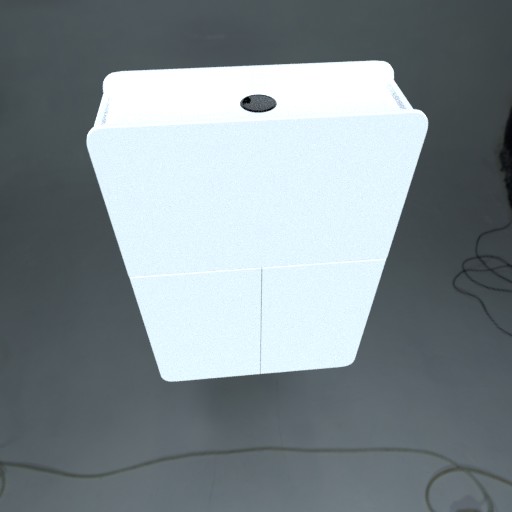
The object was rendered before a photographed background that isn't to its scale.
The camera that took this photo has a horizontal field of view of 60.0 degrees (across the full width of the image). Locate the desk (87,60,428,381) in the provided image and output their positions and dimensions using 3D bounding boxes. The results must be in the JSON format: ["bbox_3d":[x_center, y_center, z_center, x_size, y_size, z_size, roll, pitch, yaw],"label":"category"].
[{"bbox_3d":[0.000,0.000,1.520,0.795,1.190,0.278,-4,47,-4],"label":"desk"}]
